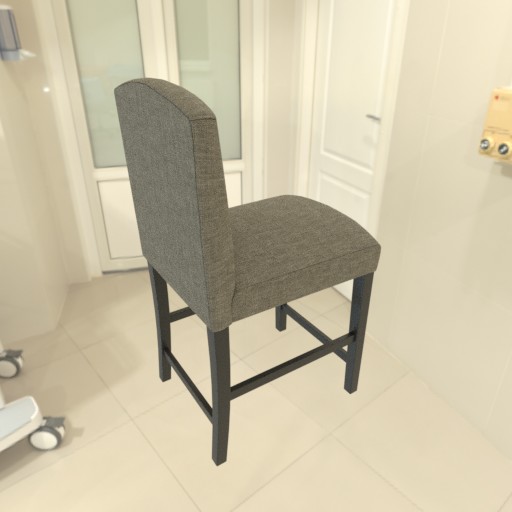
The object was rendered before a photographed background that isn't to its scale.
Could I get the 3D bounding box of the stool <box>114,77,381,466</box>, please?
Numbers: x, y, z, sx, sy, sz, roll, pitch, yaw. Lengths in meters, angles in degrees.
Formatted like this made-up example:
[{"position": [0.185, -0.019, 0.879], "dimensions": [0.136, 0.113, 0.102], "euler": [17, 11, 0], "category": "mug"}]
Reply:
[{"position": [0.000, 0.000, 1.256], "dimensions": [0.552, 0.966, 0.451], "euler": [-17, 32, -29], "category": "stool"}]
